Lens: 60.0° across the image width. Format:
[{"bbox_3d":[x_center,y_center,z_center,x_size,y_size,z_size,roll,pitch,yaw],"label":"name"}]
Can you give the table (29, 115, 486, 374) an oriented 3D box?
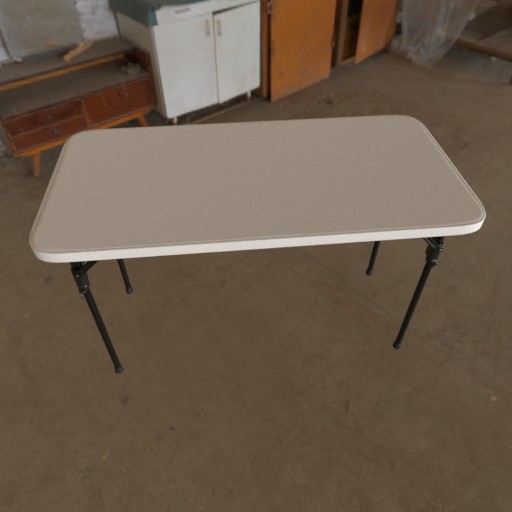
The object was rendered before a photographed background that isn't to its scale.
[{"bbox_3d":[0.000,0.000,1.597,1.219,0.729,0.610,-4,45,-4],"label":"table"}]
